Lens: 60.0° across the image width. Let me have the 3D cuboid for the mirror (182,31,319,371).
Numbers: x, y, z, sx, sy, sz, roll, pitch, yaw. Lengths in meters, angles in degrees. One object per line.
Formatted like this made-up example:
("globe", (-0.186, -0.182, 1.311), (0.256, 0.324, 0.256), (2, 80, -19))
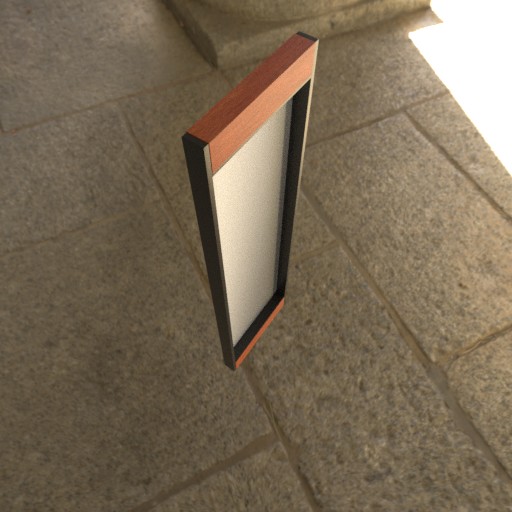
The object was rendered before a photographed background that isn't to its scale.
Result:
("mirror", (0.000, 0.000, 1.232), (0.047, 1.123, 0.343), (31, 63, 17))
